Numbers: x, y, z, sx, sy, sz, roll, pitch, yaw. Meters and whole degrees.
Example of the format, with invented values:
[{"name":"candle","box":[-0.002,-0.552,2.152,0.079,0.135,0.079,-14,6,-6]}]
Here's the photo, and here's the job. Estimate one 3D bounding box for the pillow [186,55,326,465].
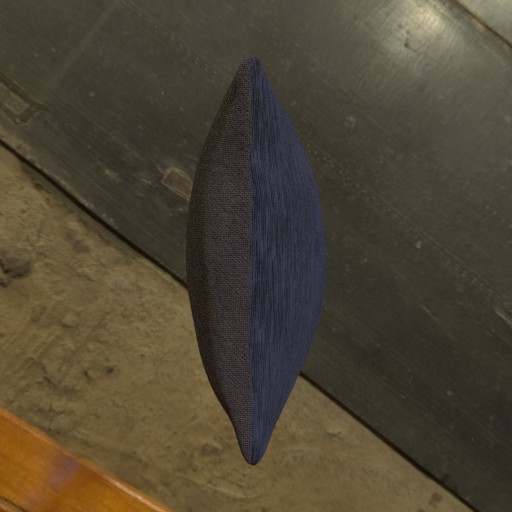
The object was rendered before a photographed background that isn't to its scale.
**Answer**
[{"name":"pillow","box":[0.000,0.000,0.695,0.204,0.439,0.452,0,90,0]}]
